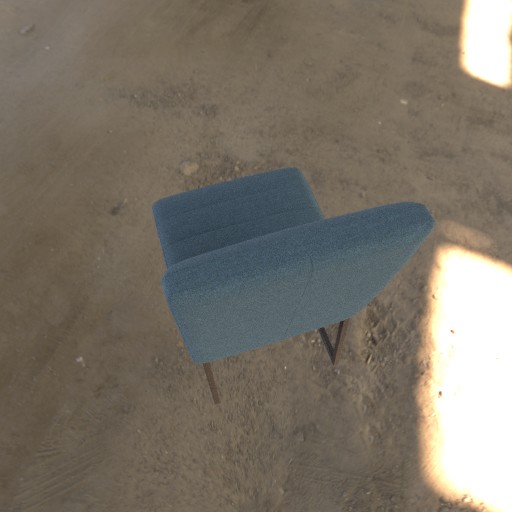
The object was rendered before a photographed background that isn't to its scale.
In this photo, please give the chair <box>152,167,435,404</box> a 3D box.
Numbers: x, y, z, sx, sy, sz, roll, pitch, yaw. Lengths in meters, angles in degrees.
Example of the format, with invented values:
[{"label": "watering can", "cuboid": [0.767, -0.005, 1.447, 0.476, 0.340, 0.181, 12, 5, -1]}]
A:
[{"label": "chair", "cuboid": [0.000, 0.000, 1.302, 0.520, 0.930, 0.634, -15, 59, -9]}]
